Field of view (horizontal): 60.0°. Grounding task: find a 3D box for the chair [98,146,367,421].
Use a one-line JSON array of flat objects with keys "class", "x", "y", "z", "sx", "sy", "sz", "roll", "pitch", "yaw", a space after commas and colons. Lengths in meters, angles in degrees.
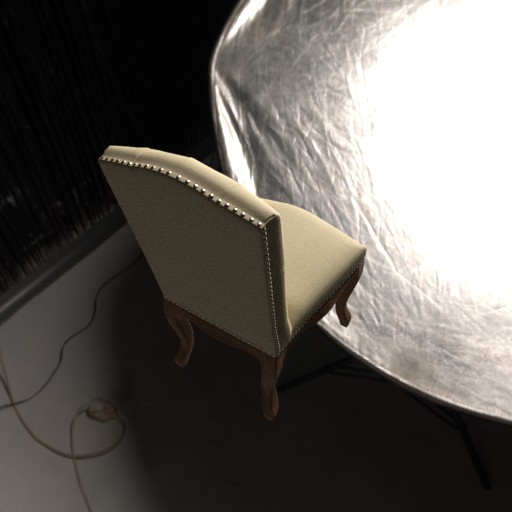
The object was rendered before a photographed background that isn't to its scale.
[{"class": "chair", "x": 0.000, "y": 0.000, "z": 1.556, "sx": 0.623, "sy": 1.165, "sz": 0.715, "roll": 24, "pitch": 52, "yaw": 21}]
